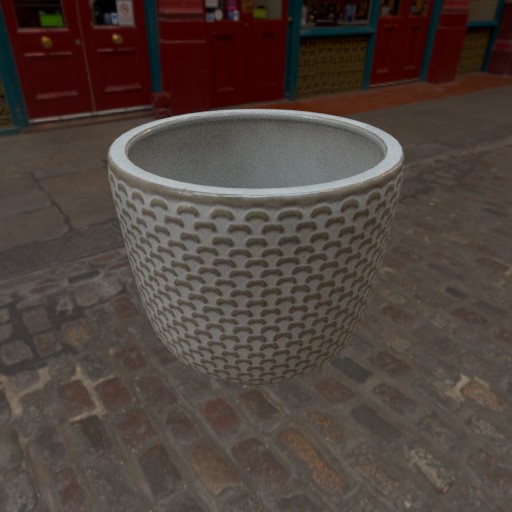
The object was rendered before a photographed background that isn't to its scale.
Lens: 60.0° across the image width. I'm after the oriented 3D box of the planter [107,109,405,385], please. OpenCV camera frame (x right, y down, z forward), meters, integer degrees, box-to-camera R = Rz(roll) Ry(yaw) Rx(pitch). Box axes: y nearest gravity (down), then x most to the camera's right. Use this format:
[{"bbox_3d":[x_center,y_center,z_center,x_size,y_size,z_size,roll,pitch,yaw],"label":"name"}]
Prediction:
[{"bbox_3d":[0.000,0.000,0.304,0.173,0.160,0.173,0,31,0],"label":"planter"}]
